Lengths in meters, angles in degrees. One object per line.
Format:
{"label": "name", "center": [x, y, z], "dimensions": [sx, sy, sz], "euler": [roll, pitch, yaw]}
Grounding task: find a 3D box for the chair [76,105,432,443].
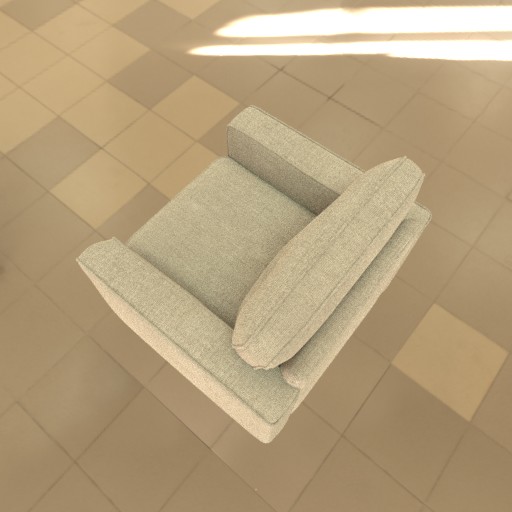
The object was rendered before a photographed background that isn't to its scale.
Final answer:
{"label": "chair", "center": [0.000, 0.000, 1.780], "dimensions": [0.939, 0.965, 1.015], "euler": [36, 68, 17]}
